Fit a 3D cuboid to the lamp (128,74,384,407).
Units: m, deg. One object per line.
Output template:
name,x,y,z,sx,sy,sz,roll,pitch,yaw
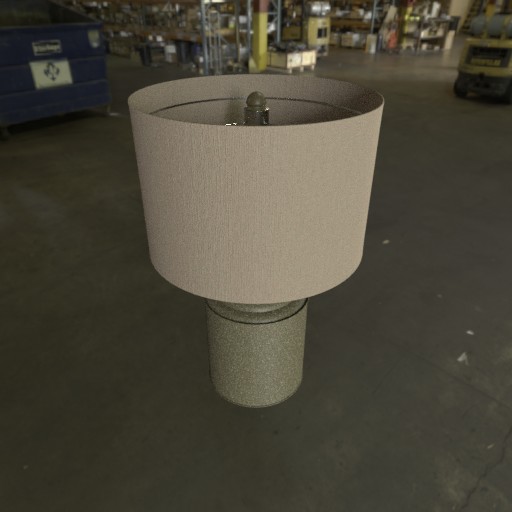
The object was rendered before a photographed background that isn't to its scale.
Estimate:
lamp,0.000,0.000,0.688,0.318,0.486,0.318,0,31,0
